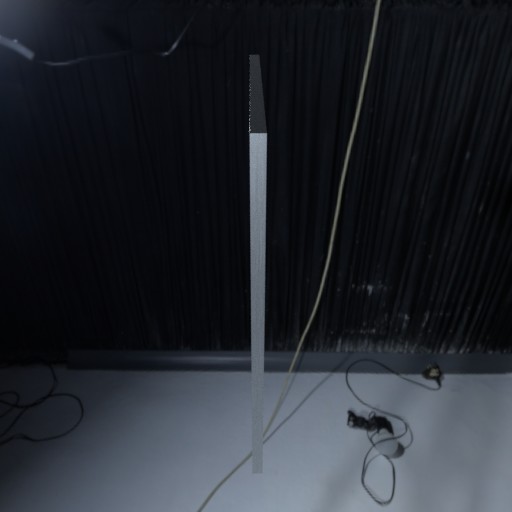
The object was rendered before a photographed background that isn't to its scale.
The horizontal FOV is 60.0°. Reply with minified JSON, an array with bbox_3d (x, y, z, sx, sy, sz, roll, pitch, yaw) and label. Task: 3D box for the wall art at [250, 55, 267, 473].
[{"bbox_3d":[0.000,0.000,1.402,0.030,1.046,0.816,0,33,-1],"label":"wall art"}]
